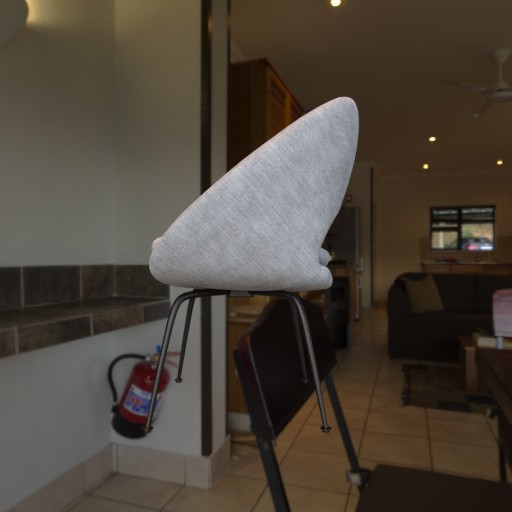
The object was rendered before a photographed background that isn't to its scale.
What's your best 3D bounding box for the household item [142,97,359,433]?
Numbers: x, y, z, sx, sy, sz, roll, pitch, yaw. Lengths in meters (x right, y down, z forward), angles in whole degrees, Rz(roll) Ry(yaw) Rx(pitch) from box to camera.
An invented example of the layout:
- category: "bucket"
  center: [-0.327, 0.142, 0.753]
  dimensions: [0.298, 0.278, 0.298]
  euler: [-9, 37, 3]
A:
- category: "household item"
  center: [0.000, 0.000, 1.320]
  dimensions: [0.587, 0.869, 0.643]
  euler: [0, 0, 0]
